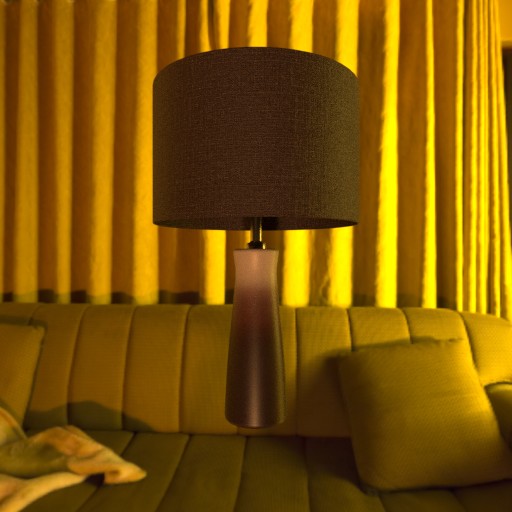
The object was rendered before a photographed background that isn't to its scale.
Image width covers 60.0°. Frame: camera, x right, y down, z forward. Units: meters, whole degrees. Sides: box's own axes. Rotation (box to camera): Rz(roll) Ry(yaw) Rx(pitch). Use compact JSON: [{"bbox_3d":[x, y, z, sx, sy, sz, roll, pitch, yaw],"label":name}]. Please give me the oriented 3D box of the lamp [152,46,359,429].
[{"bbox_3d":[0.000,0.000,0.667,0.303,0.488,0.303,0,0,0],"label":"lamp"}]
